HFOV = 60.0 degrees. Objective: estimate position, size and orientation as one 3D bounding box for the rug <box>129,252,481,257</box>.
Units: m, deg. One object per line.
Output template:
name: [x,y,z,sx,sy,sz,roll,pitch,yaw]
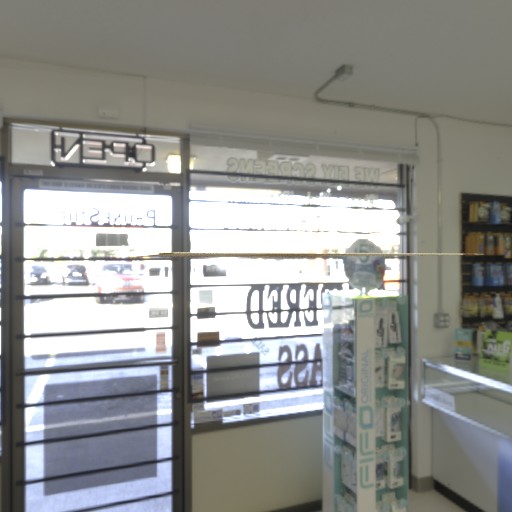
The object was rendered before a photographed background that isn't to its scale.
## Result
rug: [0.000,0.000,2.425,1.268,0.007,1.918,0,0,-18]
